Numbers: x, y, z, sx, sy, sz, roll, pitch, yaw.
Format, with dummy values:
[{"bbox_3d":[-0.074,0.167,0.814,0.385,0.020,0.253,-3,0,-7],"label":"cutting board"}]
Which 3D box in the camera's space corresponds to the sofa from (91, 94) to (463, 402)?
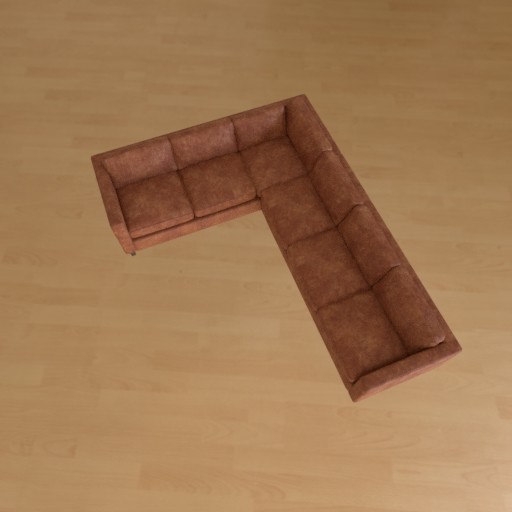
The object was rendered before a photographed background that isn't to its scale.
[{"bbox_3d":[0.000,0.000,4.347,2.438,0.838,3.150,-19,65,-10],"label":"sofa"}]
